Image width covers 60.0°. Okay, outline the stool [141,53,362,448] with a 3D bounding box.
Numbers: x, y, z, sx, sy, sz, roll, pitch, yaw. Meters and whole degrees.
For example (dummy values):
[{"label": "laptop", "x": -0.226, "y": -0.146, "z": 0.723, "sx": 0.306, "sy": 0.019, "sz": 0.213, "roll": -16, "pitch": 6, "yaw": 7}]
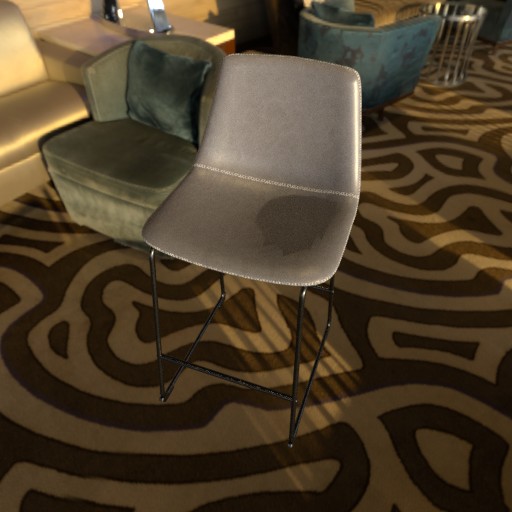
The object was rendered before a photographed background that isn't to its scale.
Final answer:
[{"label": "stool", "x": 0.000, "y": 0.000, "z": 1.191, "sx": 0.470, "sy": 0.876, "sz": 0.546, "roll": 14, "pitch": 43, "yaw": 15}]
